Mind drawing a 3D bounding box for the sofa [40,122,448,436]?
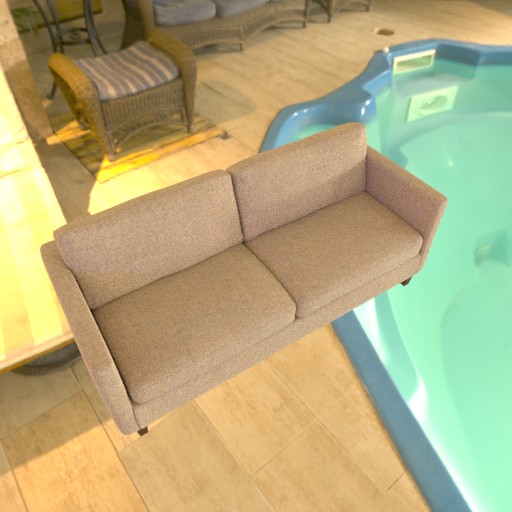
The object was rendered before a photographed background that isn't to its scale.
[{"bbox_3d":[0.000,0.000,2.703,2.208,0.965,0.951,-24,50,-22],"label":"sofa"}]
